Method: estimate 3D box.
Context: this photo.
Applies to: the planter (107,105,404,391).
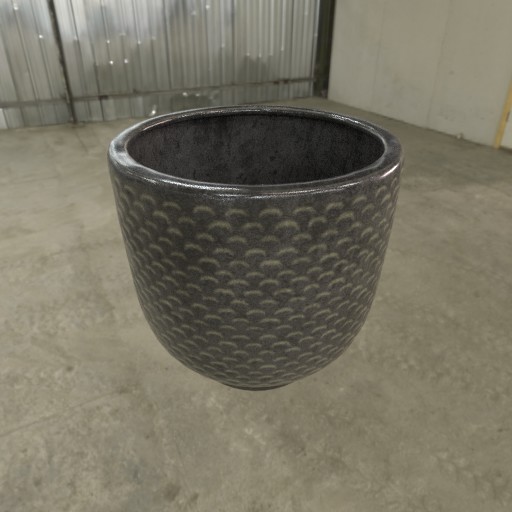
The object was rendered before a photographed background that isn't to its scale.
[{"bbox_3d":[0.000,0.000,0.350,0.197,0.191,0.197,0,31,0],"label":"planter"}]
